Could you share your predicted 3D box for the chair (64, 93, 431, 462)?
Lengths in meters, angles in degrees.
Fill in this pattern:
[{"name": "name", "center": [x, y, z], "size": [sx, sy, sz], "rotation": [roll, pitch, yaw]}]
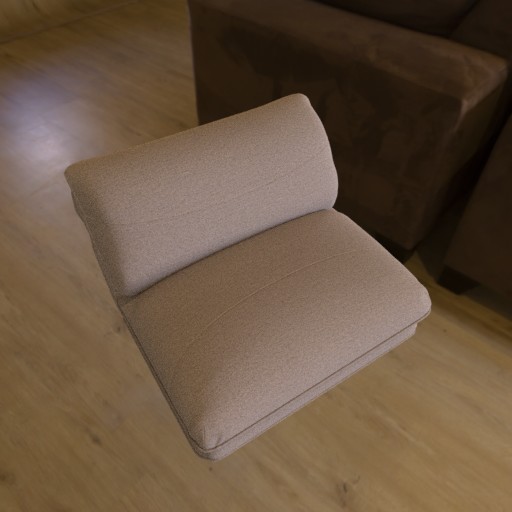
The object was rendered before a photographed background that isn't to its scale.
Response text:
[{"name": "chair", "center": [0.000, 0.000, 1.330], "size": [0.820, 0.580, 0.780], "rotation": [-25, 51, -22]}]
